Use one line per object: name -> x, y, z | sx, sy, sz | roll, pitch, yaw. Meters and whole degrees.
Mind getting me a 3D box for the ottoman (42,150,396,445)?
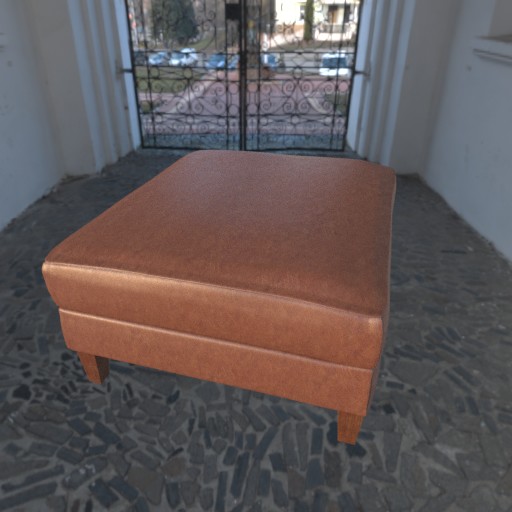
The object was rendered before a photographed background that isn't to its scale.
ottoman -> 0.000, 0.000, 1.457 | 0.836, 0.472, 0.987 | 8, 31, 14
